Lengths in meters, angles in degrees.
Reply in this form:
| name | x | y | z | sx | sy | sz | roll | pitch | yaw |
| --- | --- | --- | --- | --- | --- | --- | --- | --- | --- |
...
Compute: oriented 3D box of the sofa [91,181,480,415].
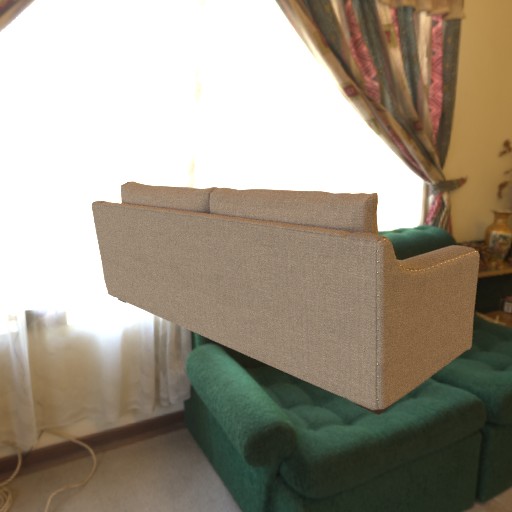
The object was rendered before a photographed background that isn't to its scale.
| name | x | y | z | sx | sy | sz | roll | pitch | yaw |
| --- | --- | --- | --- | --- | --- | --- | --- | --- | --- |
| sofa | 0.000 | 0.000 | 2.639 | 1.000 | 0.857 | 2.208 | -11 | 16 | -43 |
